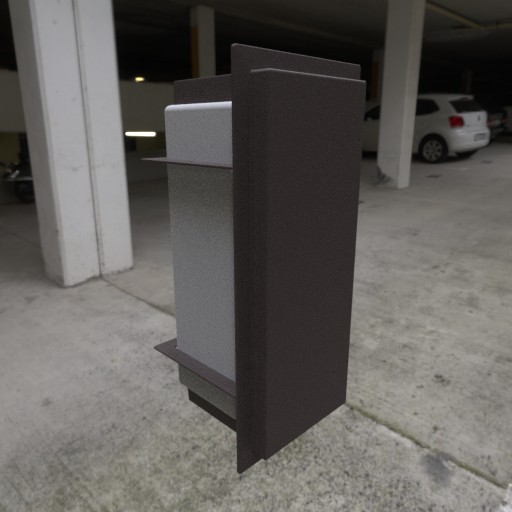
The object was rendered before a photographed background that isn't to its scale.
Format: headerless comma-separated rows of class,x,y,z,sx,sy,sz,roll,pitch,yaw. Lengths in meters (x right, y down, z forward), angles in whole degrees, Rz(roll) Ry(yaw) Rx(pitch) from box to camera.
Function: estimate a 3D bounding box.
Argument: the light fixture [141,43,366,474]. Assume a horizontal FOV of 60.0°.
light fixture,0.000,0.000,0.431,0.153,0.347,0.146,-15,22,-43
